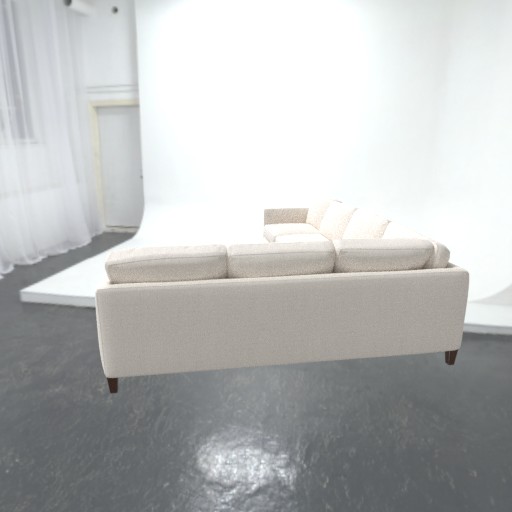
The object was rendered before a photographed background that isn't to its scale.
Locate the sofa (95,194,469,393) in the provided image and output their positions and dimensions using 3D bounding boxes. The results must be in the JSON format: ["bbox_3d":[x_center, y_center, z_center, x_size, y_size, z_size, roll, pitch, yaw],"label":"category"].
[{"bbox_3d":[0.000,0.000,4.542,2.593,0.947,3.302,-2,15,-9],"label":"sofa"}]
